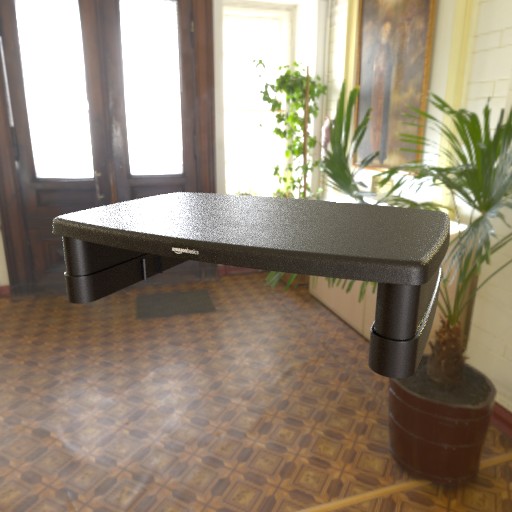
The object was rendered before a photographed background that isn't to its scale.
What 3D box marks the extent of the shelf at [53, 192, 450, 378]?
[{"bbox_3d":[0.000,0.000,0.521,0.410,0.100,0.280,8,18,26],"label":"shelf"}]
